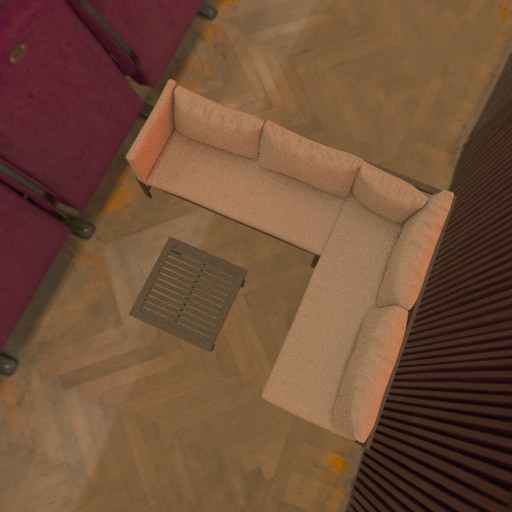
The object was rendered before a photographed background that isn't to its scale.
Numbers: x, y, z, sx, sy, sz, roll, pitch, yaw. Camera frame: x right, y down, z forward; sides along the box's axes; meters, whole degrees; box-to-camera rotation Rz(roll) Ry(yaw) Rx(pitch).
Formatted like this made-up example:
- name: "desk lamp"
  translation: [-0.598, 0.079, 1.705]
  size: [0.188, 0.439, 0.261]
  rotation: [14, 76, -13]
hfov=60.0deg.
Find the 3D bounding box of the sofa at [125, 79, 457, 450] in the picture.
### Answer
- name: "sofa"
  translation: [0.000, 0.000, 3.002]
  size: [2.096, 0.758, 1.658]
  rotation: [23, 75, 6]
